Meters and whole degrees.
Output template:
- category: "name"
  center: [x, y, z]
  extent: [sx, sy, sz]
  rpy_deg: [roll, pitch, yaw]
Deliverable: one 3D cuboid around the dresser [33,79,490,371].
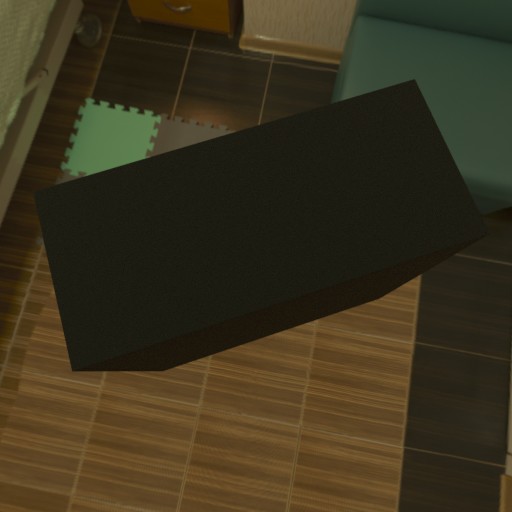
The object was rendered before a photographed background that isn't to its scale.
- category: "dresser"
  center: [0.000, 0.000, 1.143]
  extent: [0.750, 0.720, 0.360]
  rpy_deg: [-18, 76, -5]
